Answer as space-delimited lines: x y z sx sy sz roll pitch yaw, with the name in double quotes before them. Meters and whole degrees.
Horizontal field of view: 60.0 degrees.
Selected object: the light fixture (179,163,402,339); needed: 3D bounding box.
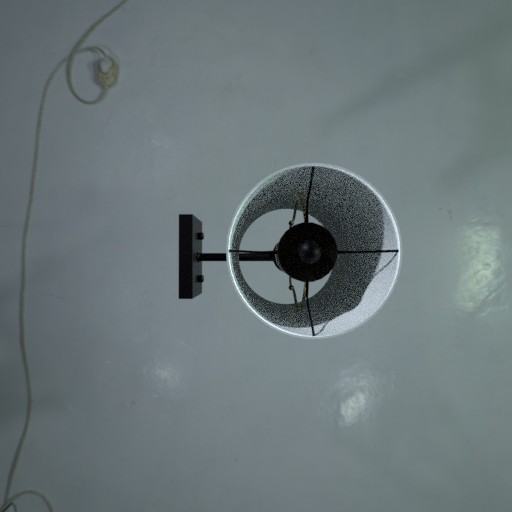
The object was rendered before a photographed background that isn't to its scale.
"light fixture" 0.000 0.000 0.552 0.208 0.462 0.128 0 89 -1
